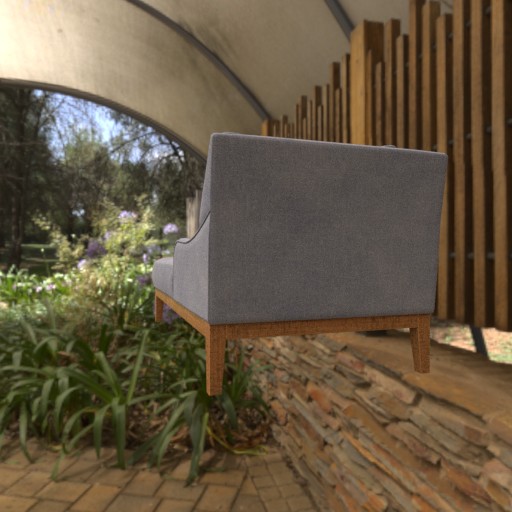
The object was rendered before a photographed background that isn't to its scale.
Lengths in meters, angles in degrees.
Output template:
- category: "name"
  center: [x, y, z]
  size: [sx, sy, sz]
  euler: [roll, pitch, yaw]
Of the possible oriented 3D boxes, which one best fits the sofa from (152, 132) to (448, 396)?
- category: "sofa"
  center: [0.000, 0.000, 2.309]
  size: [0.904, 0.883, 1.779]
  euler: [0, 0, -19]
